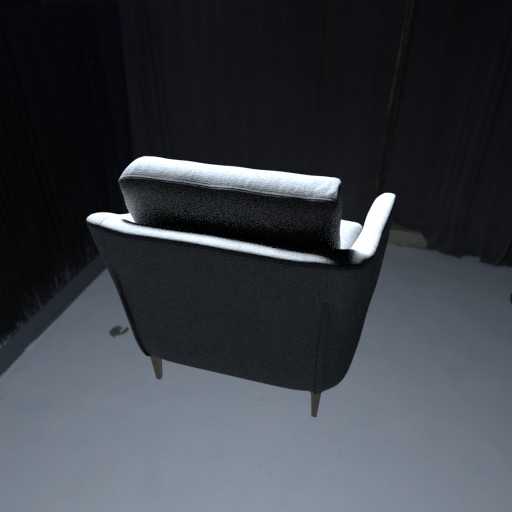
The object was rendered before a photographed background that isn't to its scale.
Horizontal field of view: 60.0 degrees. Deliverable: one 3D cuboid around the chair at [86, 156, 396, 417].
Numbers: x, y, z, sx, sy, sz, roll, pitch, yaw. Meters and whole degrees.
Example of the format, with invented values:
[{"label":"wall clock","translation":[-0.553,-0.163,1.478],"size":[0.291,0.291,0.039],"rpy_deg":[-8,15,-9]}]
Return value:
[{"label":"chair","translation":[0.000,0.000,1.716],"size":[0.986,0.902,0.961],"rpy_deg":[9,34,14]}]
